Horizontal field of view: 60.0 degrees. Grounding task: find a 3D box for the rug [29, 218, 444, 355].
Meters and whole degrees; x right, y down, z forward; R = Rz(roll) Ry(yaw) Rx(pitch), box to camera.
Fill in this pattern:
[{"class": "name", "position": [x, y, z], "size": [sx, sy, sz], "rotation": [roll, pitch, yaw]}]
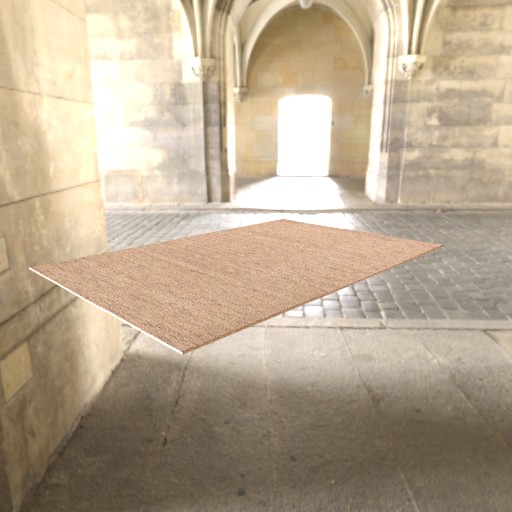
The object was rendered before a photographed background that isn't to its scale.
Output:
[{"class": "rug", "position": [0.000, 0.000, 2.330], "size": [1.225, 0.013, 1.840], "rotation": [15, 21, 43]}]
